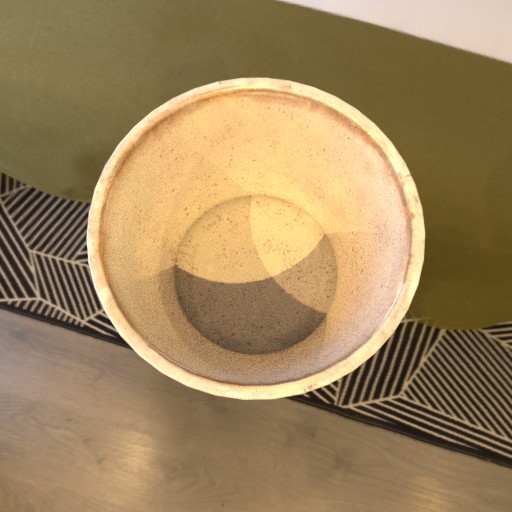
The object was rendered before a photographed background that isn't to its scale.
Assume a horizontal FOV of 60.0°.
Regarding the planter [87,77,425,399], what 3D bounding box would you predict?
[{"bbox_3d":[0.000,0.000,0.313,0.186,0.144,0.186,0,75,0],"label":"planter"}]
